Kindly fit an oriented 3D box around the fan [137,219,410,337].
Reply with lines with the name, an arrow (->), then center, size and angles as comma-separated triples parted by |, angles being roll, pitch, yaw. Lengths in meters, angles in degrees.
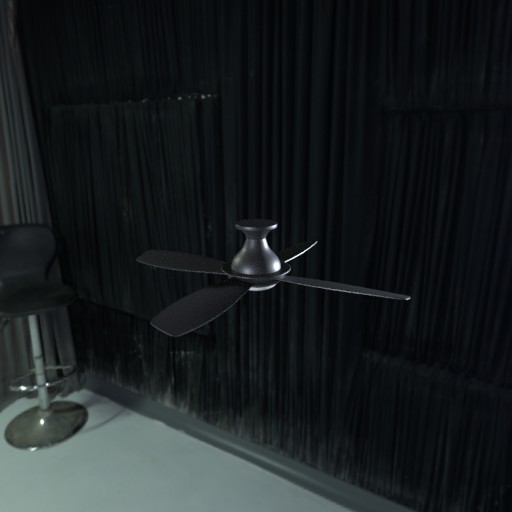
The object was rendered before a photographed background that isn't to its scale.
fan -> 0.000, 0.000, 2.518 | 1.694, 0.382, 1.694 | 8, 18, 26
